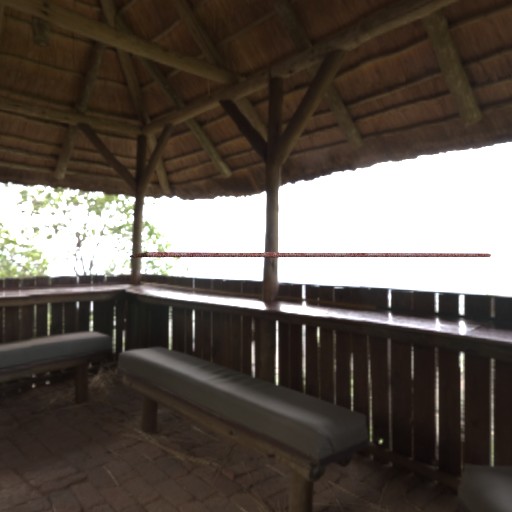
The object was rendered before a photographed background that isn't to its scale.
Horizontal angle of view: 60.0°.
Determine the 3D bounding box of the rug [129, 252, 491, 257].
[{"bbox_3d":[0.000,0.000,2.295,1.219,0.016,1.829,0,0,-17],"label":"rug"}]
